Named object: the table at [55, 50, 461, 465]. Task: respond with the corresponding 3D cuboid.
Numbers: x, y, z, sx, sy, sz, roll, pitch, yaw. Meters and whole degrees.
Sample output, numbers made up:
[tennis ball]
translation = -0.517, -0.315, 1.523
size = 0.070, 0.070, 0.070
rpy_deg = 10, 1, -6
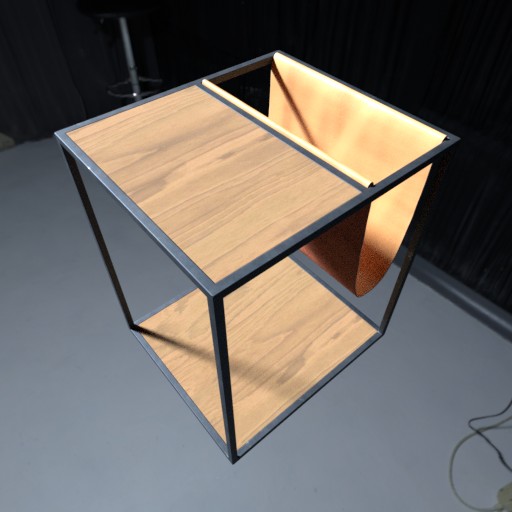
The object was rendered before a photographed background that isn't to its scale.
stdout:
[table]
translation = 0.000, 0.000, 0.848
size = 0.450, 0.536, 0.399
rpy_deg = -32, 55, -26
